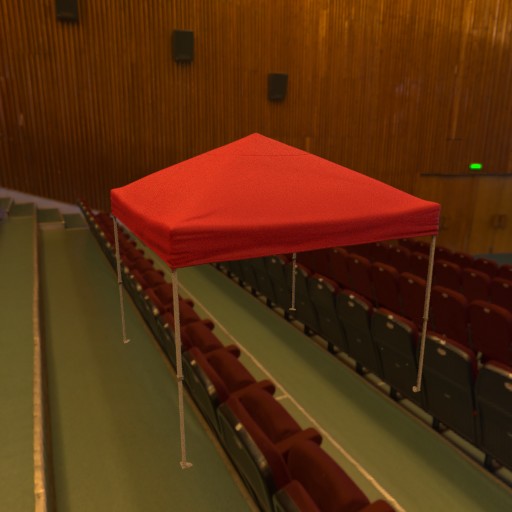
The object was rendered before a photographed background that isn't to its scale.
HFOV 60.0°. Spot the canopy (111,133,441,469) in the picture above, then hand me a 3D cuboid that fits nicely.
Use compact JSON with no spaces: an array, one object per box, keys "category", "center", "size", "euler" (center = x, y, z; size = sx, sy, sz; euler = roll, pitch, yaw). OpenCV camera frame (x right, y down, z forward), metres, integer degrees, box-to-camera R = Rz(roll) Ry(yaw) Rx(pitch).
[{"category":"canopy","center":[0.000,0.000,5.601],"size":[2.998,2.997,2.996],"euler":[-7,17,-25]}]
